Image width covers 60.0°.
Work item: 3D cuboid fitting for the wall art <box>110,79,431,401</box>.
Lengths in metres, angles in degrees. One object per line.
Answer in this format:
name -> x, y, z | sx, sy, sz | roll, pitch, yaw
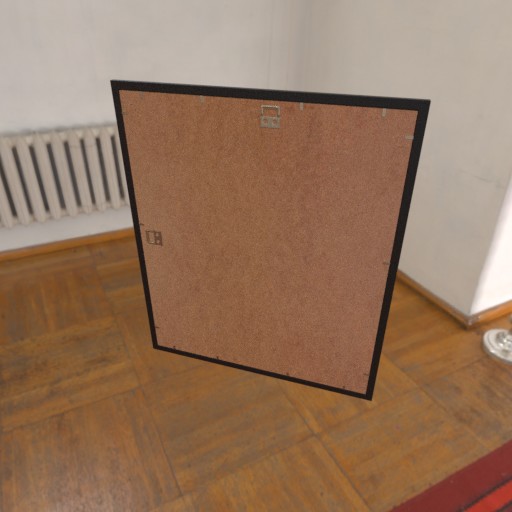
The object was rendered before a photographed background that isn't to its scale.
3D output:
wall art -> 0.000, 0.000, 0.918 | 0.559, 0.660, 0.018 | 10, 33, 15
